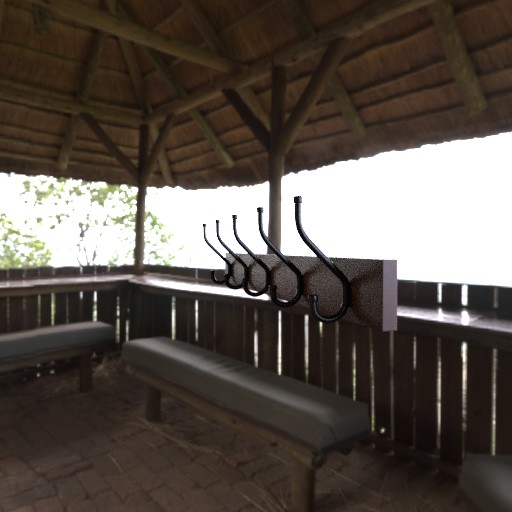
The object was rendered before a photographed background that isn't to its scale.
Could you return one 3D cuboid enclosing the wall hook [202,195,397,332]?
[{"bbox_3d":[0.000,0.000,0.630,0.071,0.117,0.571,0,1,-17],"label":"wall hook"}]
